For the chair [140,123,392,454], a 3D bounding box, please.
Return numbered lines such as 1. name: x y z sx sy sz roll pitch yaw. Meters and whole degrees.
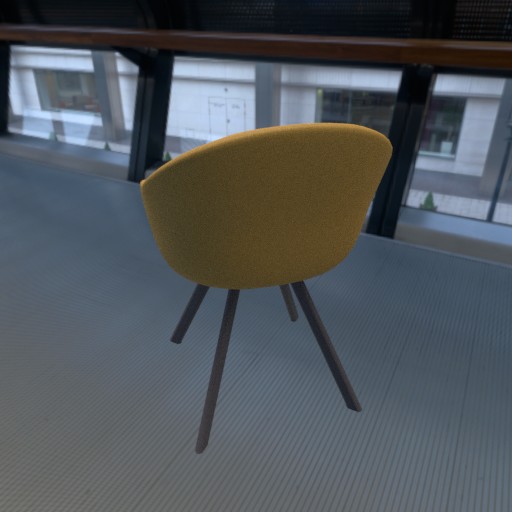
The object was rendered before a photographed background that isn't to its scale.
1. chair: 0.000 0.000 1.182 0.551 0.793 0.583 -8 29 -15
